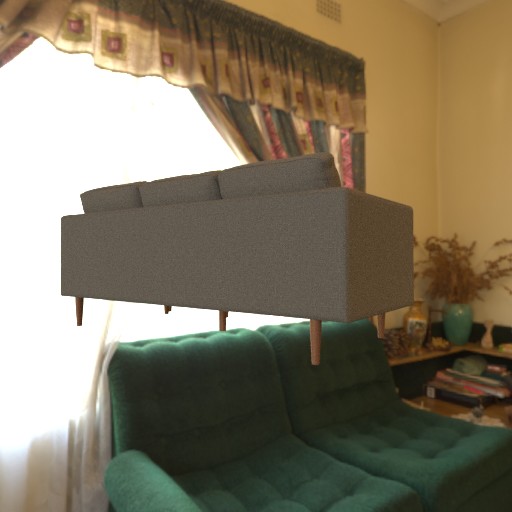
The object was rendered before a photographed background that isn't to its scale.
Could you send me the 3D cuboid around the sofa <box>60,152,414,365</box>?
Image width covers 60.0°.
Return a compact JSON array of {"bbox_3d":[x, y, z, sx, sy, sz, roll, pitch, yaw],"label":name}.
[{"bbox_3d":[0.000,0.000,2.929,2.031,0.897,1.591,0,0,36],"label":"sofa"}]
